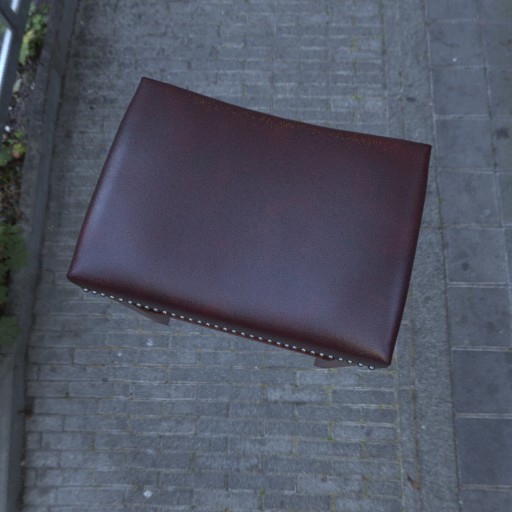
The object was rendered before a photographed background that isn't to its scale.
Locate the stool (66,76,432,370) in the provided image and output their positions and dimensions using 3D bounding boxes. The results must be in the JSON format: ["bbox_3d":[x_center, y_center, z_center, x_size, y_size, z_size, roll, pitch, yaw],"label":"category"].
[{"bbox_3d":[0.000,0.000,0.972,0.504,0.657,0.372,15,76,4],"label":"stool"}]
